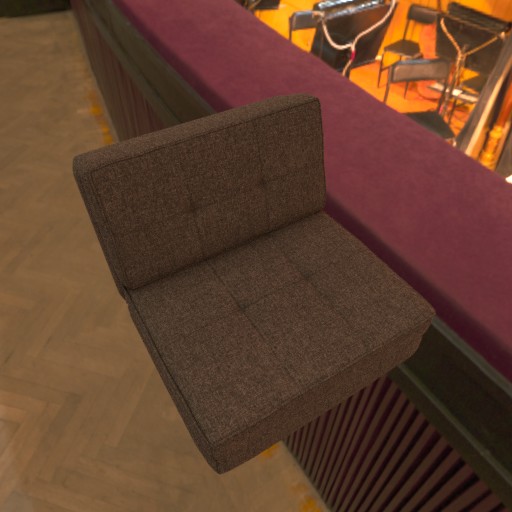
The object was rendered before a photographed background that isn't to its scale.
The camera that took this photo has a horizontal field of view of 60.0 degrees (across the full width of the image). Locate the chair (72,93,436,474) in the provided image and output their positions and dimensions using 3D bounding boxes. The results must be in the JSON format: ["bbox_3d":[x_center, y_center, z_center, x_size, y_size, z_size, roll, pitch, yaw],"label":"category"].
[{"bbox_3d":[0.000,0.000,1.286,0.740,0.615,0.800,-24,51,-21],"label":"chair"}]
